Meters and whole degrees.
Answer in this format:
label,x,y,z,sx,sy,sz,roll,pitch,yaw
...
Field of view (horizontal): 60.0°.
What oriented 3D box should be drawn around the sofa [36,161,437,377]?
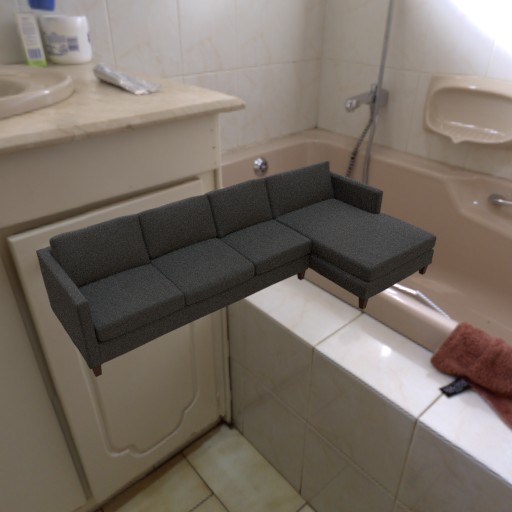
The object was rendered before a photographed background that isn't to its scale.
label,x,y,z,sx,sy,sz,roll,pitch,yaw
sofa,0.000,0.000,3.923,3.186,0.846,1.625,-22,37,-32
